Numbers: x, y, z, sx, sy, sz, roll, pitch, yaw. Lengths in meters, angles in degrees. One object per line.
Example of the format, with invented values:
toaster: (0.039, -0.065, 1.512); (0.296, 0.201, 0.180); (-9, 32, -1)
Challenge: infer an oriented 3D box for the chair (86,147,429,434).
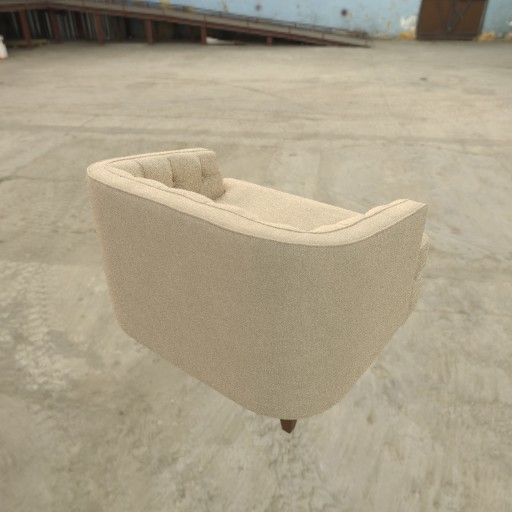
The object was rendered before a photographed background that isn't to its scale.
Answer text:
chair: (0.000, 0.000, 1.771); (1.118, 0.787, 0.914); (21, 37, 31)
